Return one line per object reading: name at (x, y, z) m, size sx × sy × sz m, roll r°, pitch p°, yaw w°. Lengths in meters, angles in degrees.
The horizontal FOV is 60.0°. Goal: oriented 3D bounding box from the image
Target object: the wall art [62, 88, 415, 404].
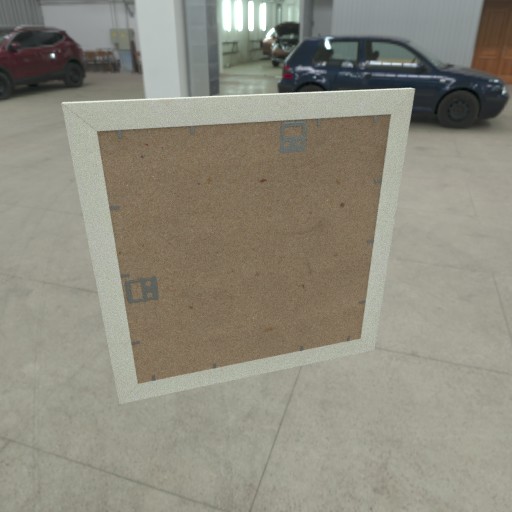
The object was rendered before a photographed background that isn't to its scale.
wall art at (0.000, 0.000, 0.851) m, size 0.584 × 0.584 × 0.013 m, roll -8°, pitch 28°, yaw -15°
